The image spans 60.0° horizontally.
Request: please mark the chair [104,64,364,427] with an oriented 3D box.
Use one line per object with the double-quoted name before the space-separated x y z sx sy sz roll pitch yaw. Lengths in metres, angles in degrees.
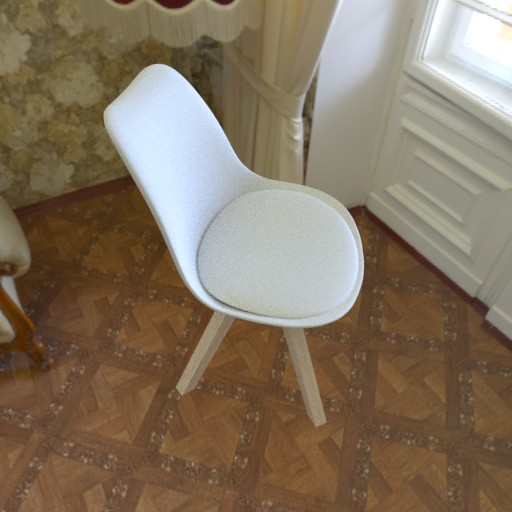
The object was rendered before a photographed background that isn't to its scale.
"chair" 0.000 0.000 1.151 0.550 0.850 0.485 10 47 9
